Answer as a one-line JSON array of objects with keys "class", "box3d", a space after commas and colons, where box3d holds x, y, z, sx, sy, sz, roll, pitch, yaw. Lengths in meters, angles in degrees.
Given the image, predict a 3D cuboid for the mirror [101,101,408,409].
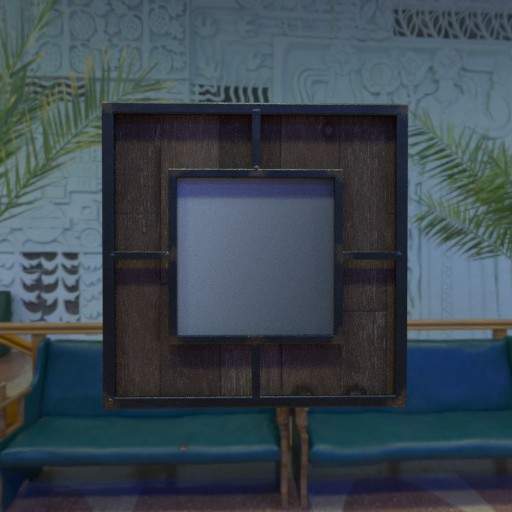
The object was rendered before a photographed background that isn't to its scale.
[{"class": "mirror", "box3d": [0.000, 0.000, 0.561, 0.382, 0.381, 0.020, 0, 1, -1]}]
